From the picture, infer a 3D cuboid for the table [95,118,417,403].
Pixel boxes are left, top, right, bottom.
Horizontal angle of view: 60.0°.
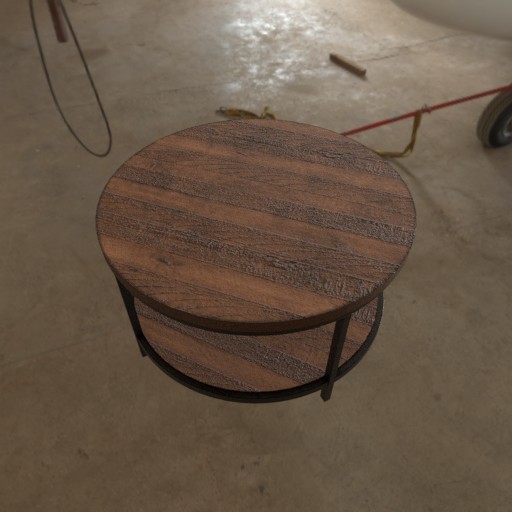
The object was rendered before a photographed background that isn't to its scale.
[{"bbox_3d":[0.000,0.000,1.355,0.837,0.462,0.837,0,45,0],"label":"table"}]
